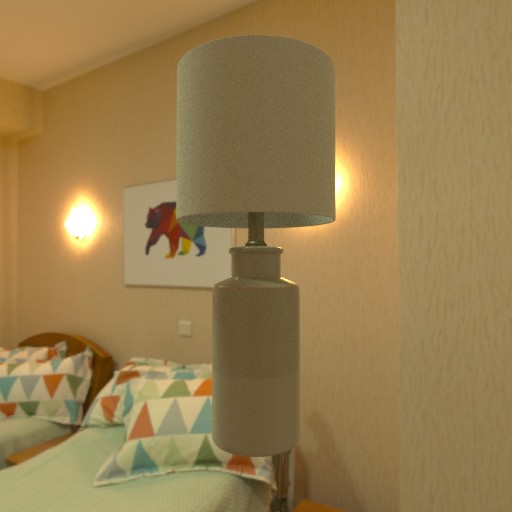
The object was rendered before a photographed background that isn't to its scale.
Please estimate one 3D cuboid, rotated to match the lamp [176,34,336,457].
[{"bbox_3d":[0.000,0.000,0.597,0.212,0.493,0.212,0,-1,2],"label":"lamp"}]
